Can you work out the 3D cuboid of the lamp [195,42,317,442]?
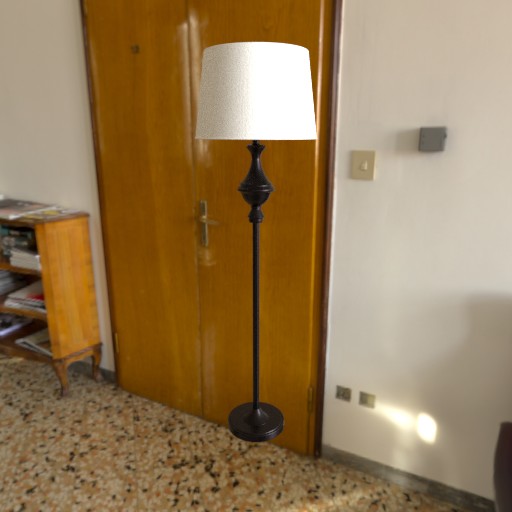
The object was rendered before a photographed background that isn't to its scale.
[{"bbox_3d":[0.000,0.000,1.692,0.431,1.484,0.431,0,16,0],"label":"lamp"}]
